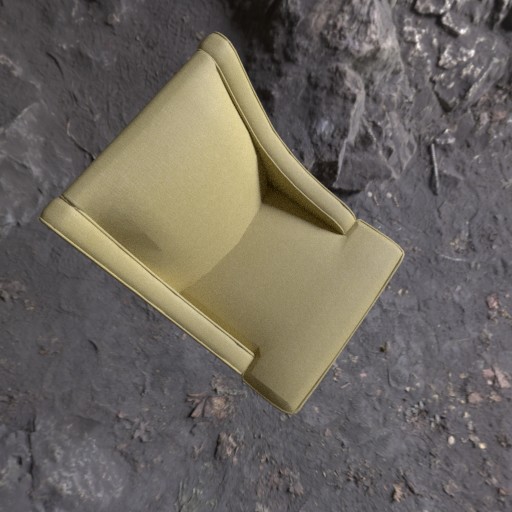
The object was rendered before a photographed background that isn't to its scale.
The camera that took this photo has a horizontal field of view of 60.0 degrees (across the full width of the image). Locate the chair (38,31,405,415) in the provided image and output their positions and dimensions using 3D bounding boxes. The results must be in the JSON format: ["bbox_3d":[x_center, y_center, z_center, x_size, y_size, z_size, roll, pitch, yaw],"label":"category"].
[{"bbox_3d":[0.000,0.000,1.473,0.814,0.896,0.696,36,77,9],"label":"chair"}]
